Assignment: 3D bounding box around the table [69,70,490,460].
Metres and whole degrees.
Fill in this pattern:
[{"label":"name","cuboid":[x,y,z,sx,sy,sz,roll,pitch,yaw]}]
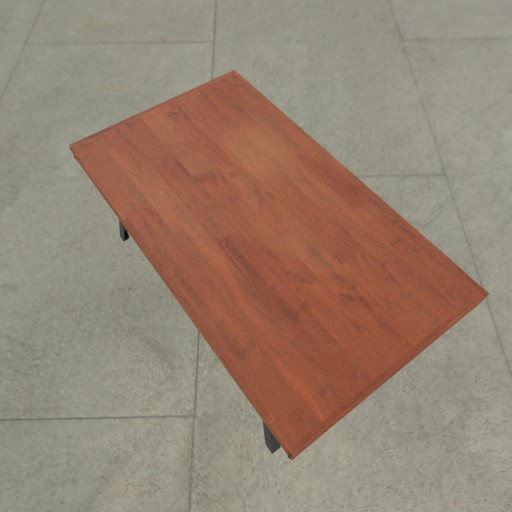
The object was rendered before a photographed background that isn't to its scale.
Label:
[{"label":"table","cuboid":[0.000,0.000,1.389,0.610,0.457,1.067,-32,63,-18]}]
